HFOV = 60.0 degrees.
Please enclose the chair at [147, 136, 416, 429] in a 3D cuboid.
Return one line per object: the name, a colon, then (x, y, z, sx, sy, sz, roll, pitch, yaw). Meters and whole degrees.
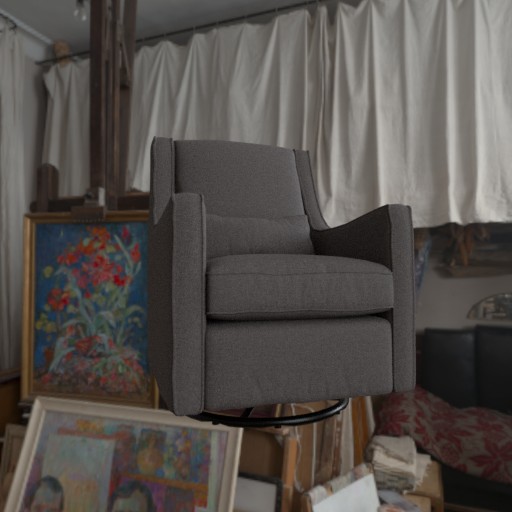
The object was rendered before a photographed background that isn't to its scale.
chair: (0.000, 0.000, 1.597, 0.732, 0.993, 0.879, 0, -1, -19)
